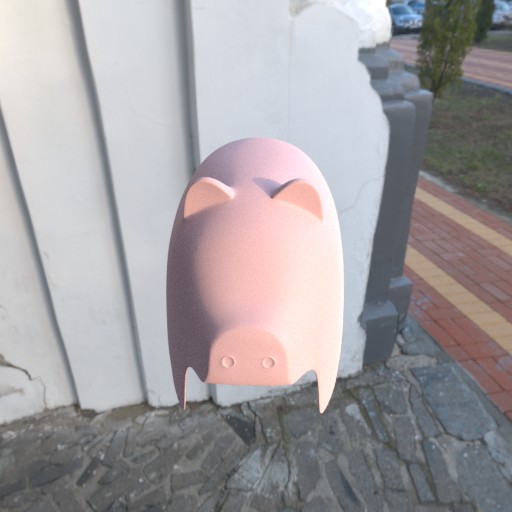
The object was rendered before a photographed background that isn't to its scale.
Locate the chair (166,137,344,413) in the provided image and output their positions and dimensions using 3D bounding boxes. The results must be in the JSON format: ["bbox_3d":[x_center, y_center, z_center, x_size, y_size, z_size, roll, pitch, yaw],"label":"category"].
[{"bbox_3d":[0.000,0.000,0.872,0.364,0.423,0.619,1,30,2],"label":"chair"}]
